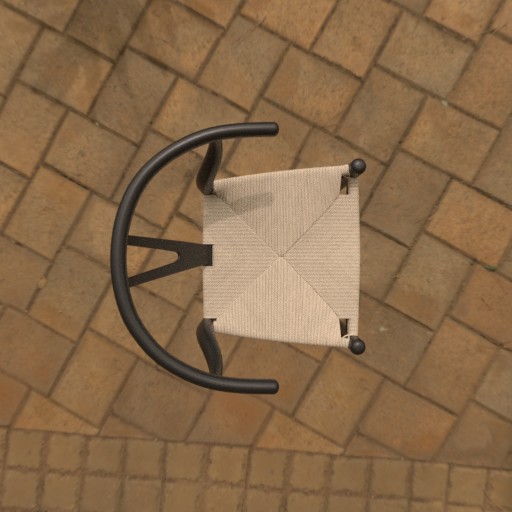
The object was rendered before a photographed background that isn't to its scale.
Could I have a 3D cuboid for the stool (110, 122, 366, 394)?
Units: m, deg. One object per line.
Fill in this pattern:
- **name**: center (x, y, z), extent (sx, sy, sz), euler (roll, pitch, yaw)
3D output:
- **stool**: center (0.000, 0.000, 1.355), extent (0.579, 0.970, 0.569), euler (0, 91, 0)
